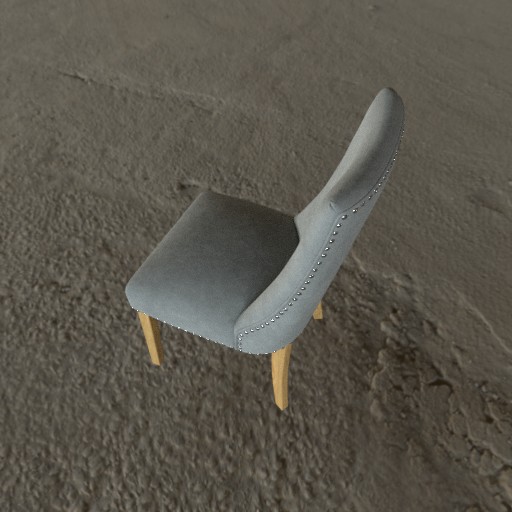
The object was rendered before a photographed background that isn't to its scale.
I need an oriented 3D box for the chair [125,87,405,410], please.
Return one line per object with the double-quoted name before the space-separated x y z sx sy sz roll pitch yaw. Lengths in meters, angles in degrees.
"chair" 0.000 0.000 1.270 0.610 0.902 0.495 17 49 16
